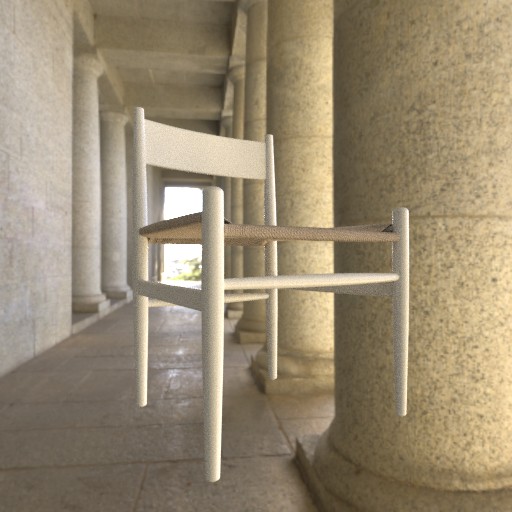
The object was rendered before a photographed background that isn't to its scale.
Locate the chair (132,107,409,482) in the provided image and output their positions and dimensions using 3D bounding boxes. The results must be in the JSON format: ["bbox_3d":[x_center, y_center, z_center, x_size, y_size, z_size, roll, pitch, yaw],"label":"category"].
[{"bbox_3d":[0.000,0.000,1.087,0.556,0.762,0.495,0,0,-36],"label":"chair"}]
